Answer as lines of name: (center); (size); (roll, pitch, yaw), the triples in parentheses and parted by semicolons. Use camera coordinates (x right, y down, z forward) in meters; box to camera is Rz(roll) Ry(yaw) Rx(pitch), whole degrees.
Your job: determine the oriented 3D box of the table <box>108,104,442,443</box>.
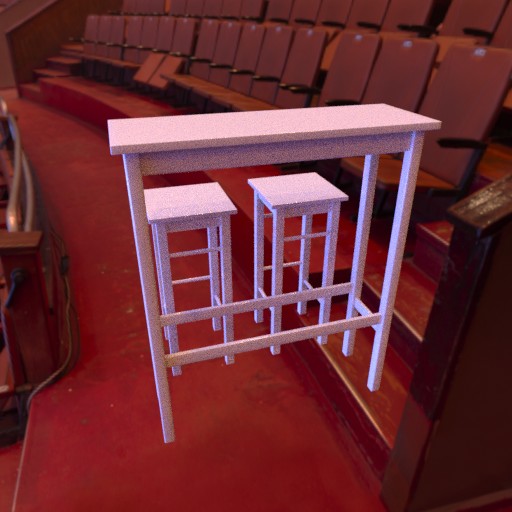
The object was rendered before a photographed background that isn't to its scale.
table: (0.000, 0.000, 1.677); (0.915, 1.065, 0.650); (-8, 30, -15)
